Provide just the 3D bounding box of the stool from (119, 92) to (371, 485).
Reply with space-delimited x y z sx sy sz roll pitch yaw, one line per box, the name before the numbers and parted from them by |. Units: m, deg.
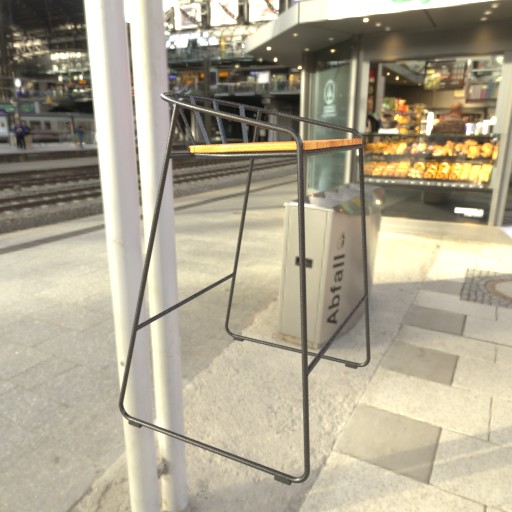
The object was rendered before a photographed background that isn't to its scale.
stool | 0.000 0.000 1.153 0.521 0.812 0.546 8 18 26
